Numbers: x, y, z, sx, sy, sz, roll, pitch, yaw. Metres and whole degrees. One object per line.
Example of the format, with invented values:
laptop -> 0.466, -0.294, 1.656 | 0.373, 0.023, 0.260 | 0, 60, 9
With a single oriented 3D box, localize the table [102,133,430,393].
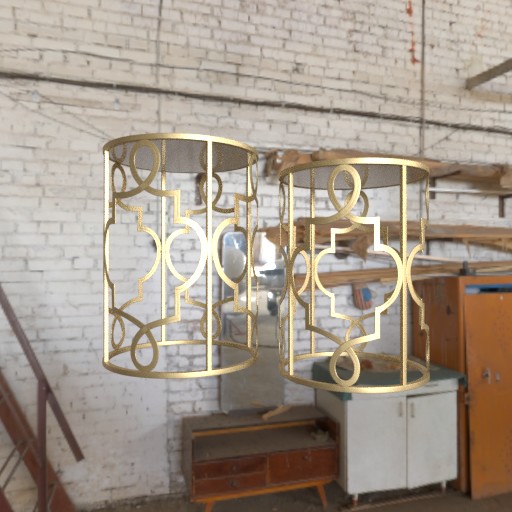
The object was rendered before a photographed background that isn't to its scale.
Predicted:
table -> 0.000, 0.000, 1.160 | 0.846, 0.564, 0.420 | 0, 0, 18
